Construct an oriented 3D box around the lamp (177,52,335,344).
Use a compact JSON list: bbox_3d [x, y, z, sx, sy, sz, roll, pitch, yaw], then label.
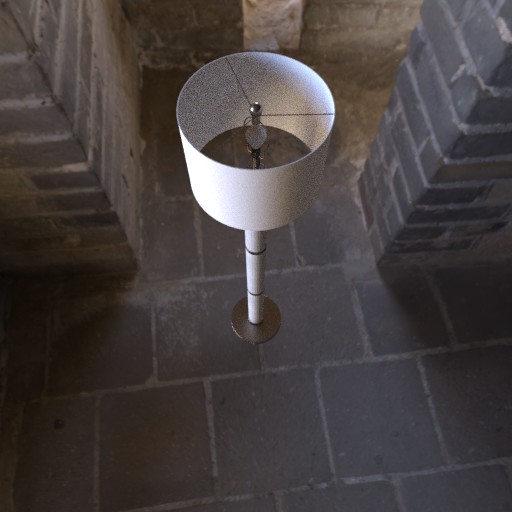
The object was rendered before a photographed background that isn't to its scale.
[{"bbox_3d":[0.000,0.000,1.757,0.377,1.599,0.377,33,68,15],"label":"lamp"}]
